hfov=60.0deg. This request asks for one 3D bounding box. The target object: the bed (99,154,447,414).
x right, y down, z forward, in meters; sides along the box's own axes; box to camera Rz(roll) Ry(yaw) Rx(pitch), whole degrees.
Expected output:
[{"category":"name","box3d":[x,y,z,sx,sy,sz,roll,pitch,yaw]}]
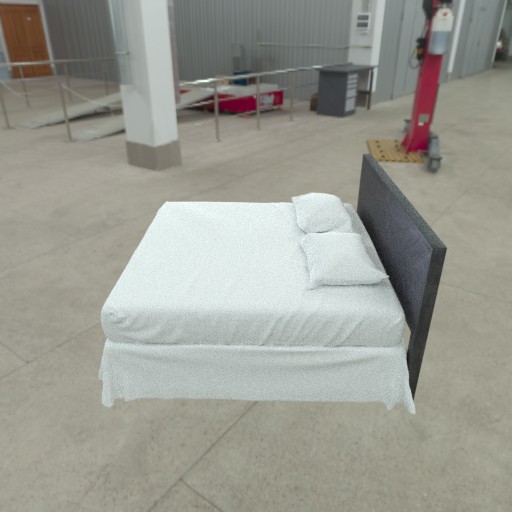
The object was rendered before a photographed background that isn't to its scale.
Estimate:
[{"category":"bed","box3d":[0.000,0.000,3.586,2.165,1.158,2.255,1,27,1]}]
